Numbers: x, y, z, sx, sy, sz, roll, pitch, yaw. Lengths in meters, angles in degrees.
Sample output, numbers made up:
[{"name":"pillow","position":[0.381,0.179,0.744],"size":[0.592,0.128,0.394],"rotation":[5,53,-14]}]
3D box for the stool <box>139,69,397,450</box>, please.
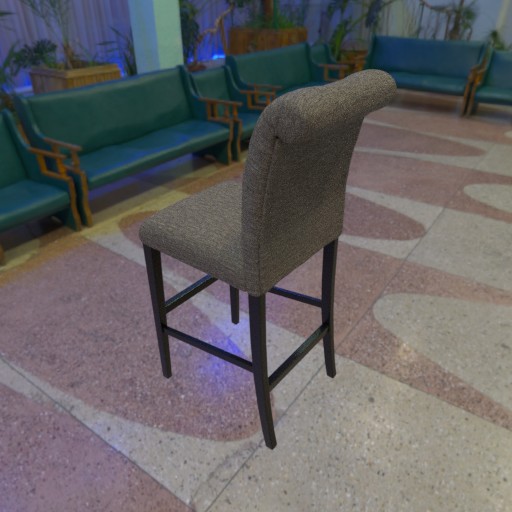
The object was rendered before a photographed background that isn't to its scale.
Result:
[{"name":"stool","position":[0.000,0.000,1.435],"size":[0.613,1.131,0.452],"rotation":[23,38,32]}]
